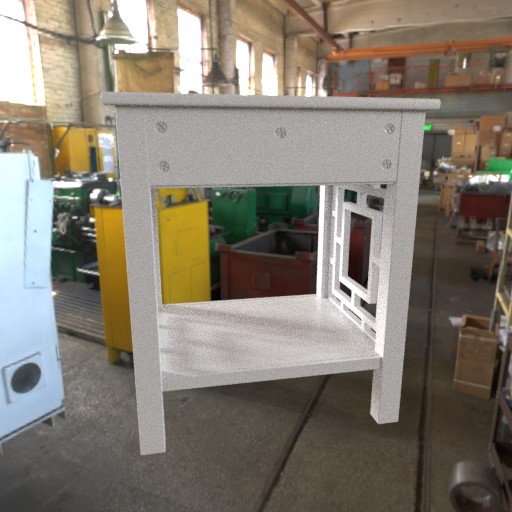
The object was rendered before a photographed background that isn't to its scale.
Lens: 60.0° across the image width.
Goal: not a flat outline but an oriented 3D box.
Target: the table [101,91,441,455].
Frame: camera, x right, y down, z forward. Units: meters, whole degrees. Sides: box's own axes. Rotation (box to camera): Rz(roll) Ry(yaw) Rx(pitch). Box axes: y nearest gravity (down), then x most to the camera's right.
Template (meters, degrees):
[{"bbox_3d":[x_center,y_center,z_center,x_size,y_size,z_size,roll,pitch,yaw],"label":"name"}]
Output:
[{"bbox_3d":[0.000,0.000,1.007,0.564,0.646,0.451,-3,14,-11],"label":"table"}]
